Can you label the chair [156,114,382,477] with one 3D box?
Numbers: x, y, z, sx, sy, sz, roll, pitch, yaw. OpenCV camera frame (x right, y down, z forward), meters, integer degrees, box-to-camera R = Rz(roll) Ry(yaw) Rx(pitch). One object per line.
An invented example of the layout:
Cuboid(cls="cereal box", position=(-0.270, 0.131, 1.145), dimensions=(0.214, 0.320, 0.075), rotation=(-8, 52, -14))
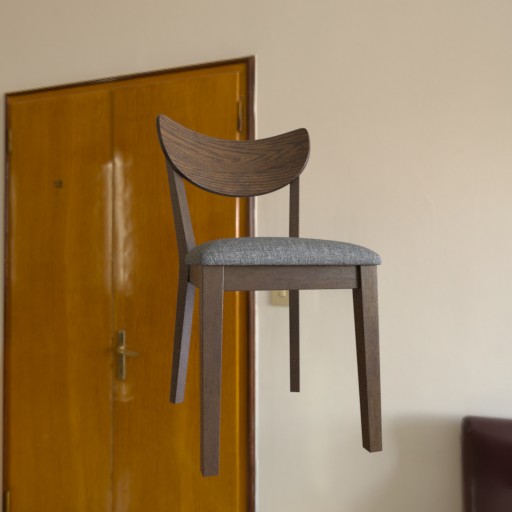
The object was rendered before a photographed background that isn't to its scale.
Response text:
Cuboid(cls="chair", position=(0.000, 0.000, 1.182), dimensions=(0.491, 0.849, 0.583), rotation=(0, -1, -17))
